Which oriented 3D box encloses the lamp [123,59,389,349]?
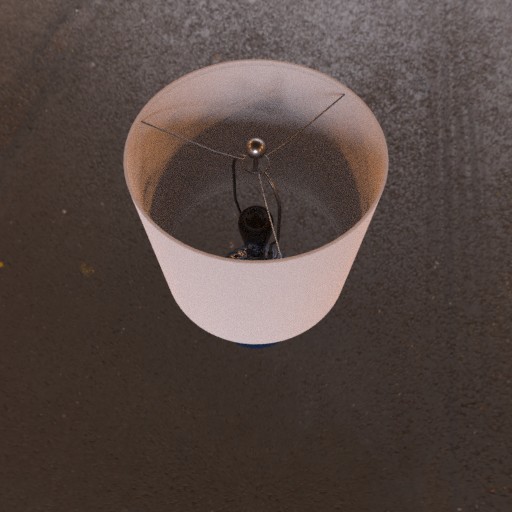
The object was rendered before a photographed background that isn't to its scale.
[{"bbox_3d":[0.000,0.000,0.500,0.203,0.368,0.203,-37,68,-18],"label":"lamp"}]
